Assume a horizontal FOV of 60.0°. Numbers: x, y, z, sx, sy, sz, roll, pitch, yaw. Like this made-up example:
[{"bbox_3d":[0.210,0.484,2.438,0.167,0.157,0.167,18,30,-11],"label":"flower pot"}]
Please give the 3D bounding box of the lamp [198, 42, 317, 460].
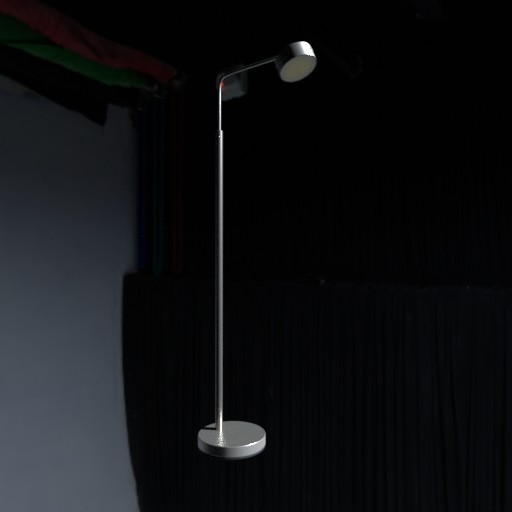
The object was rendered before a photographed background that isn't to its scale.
[{"bbox_3d":[0.000,0.000,1.415,0.421,1.250,0.222,-1,-1,36],"label":"lamp"}]
